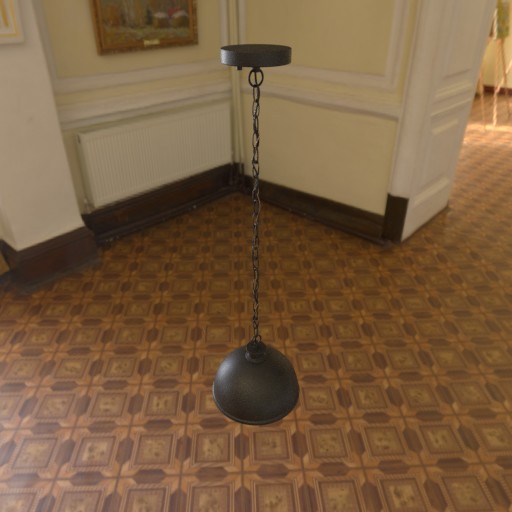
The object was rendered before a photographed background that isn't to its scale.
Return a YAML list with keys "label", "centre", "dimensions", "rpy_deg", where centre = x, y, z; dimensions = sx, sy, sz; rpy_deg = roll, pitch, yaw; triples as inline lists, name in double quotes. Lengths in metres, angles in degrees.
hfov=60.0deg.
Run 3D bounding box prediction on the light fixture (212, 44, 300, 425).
- label: "light fixture"
  centre: [0.000, 0.000, 1.275]
  dimensions: [0.304, 1.090, 0.304]
  rpy_deg: [-20, 36, -29]
